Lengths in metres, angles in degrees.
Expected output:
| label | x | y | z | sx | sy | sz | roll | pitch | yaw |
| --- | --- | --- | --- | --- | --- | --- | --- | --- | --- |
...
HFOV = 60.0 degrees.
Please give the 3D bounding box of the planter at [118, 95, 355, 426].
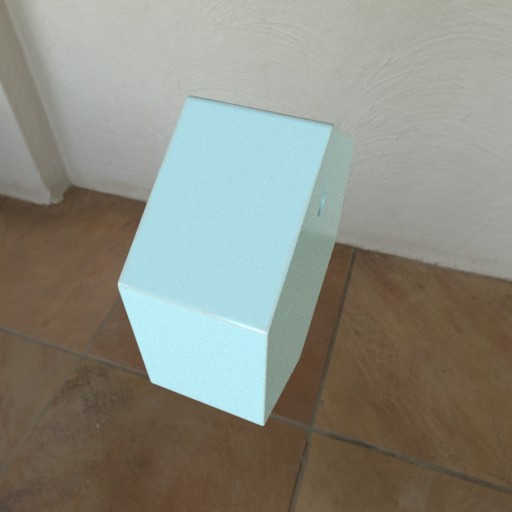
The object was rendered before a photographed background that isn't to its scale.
| label | x | y | z | sx | sy | sz | roll | pitch | yaw |
| --- | --- | --- | --- | --- | --- | --- | --- | --- | --- |
| planter | 0.000 | 0.000 | 0.290 | 0.078 | 0.207 | 0.169 | 16 | 49 | 15 |
